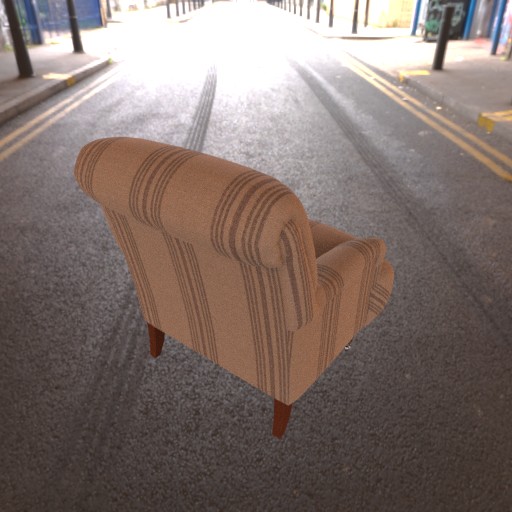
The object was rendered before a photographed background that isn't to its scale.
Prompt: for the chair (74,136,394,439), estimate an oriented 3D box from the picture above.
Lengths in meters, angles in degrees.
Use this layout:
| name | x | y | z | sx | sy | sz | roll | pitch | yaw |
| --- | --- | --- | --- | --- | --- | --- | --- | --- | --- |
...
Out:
| name | x | y | z | sx | sy | sz | roll | pitch | yaw |
| --- | --- | --- | --- | --- | --- | --- | --- | --- | --- |
| chair | 0.000 | 0.000 | 1.614 | 0.813 | 0.940 | 0.914 | 22 | 37 | 32 |
